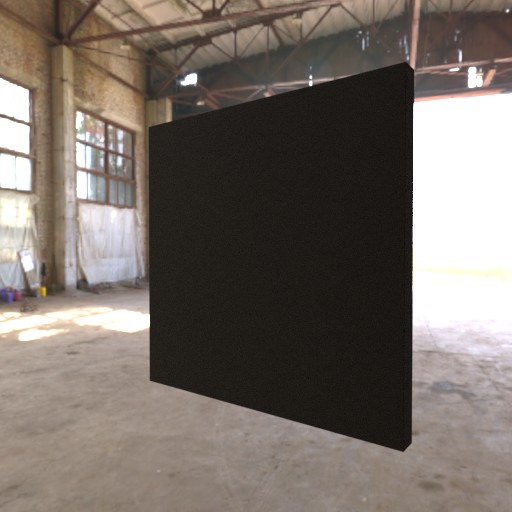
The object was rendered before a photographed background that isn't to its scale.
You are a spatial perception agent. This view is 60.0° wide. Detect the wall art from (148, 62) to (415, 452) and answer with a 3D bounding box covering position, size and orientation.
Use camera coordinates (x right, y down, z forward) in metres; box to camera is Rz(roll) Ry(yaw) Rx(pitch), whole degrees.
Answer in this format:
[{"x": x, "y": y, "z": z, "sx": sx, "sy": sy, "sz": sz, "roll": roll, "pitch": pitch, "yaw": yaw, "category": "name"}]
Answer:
[{"x": 0.000, "y": 0.000, "z": 0.672, "sx": 0.462, "sy": 0.458, "sz": 0.030, "roll": 1, "pitch": 1, "yaw": 37, "category": "wall art"}]
